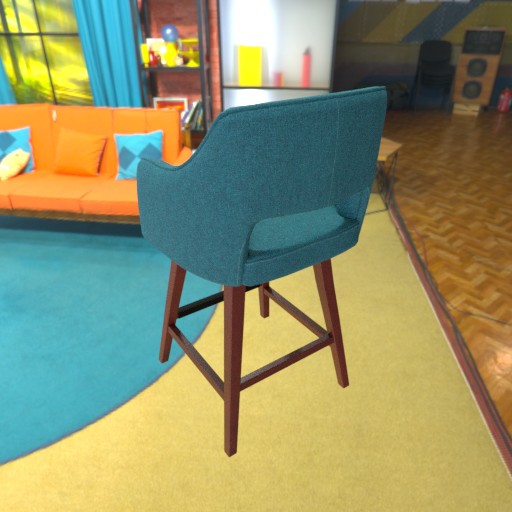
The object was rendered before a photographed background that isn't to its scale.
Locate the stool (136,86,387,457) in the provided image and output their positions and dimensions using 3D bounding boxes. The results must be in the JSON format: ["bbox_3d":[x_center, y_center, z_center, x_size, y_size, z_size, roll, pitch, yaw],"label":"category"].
[{"bbox_3d":[0.000,0.000,1.268,0.548,0.961,0.556,-19,35,-30],"label":"stool"}]
